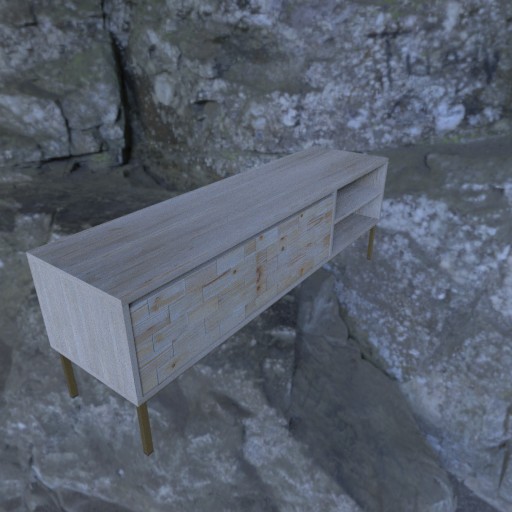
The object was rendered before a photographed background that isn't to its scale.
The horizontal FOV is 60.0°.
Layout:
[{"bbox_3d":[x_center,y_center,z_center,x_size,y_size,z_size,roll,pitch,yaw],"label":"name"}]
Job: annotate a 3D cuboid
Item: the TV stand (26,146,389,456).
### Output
[{"bbox_3d":[0.000,0.000,1.831,0.420,0.550,1.600,19,32,32],"label":"TV stand"}]
